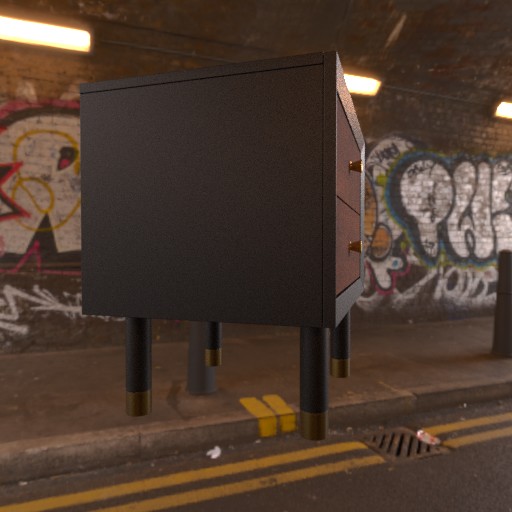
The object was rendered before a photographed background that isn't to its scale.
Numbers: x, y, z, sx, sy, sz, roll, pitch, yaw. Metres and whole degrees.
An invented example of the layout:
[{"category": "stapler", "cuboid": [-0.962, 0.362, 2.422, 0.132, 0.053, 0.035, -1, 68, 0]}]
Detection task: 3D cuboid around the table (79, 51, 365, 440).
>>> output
[{"category": "table", "cuboid": [0.000, 0.000, 0.949, 0.441, 0.584, 0.564, 0, 1, 18]}]
